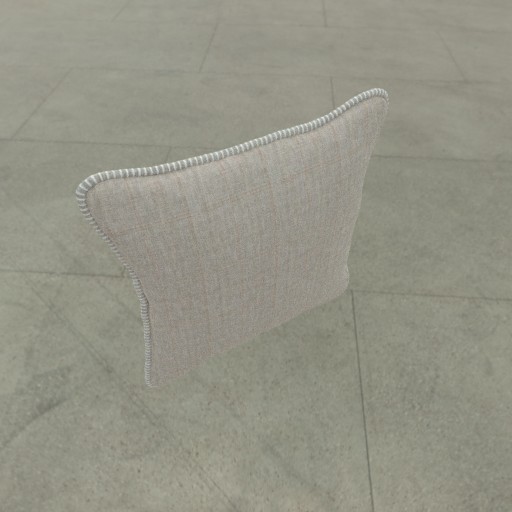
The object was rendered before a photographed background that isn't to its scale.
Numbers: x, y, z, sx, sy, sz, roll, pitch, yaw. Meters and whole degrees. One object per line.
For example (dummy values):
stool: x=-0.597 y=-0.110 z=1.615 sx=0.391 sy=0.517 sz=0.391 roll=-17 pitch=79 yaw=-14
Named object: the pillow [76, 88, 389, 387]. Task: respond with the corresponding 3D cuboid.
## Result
pillow: x=0.000 y=0.000 z=0.760 sx=0.485 sy=0.494 sz=0.124 roll=-23 pitch=50 yaw=-21
